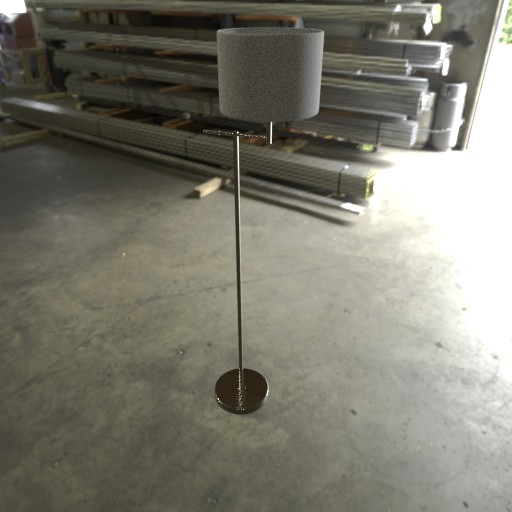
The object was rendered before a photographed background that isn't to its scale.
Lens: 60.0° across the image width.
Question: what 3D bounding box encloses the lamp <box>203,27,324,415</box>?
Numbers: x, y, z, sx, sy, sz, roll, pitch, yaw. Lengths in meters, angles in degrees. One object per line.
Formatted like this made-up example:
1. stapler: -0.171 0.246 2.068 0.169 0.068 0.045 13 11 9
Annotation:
1. lamp: 0.000 0.000 1.759 0.416 1.600 0.324 10 32 17
